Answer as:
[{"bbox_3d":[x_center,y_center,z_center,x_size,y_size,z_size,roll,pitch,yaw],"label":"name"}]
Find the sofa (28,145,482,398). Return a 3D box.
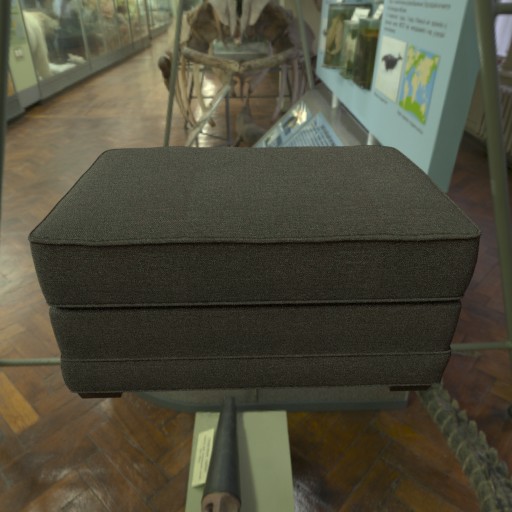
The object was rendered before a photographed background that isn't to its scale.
[{"bbox_3d":[0.000,0.000,1.139,0.854,0.457,0.578,-1,30,-2],"label":"sofa"}]
